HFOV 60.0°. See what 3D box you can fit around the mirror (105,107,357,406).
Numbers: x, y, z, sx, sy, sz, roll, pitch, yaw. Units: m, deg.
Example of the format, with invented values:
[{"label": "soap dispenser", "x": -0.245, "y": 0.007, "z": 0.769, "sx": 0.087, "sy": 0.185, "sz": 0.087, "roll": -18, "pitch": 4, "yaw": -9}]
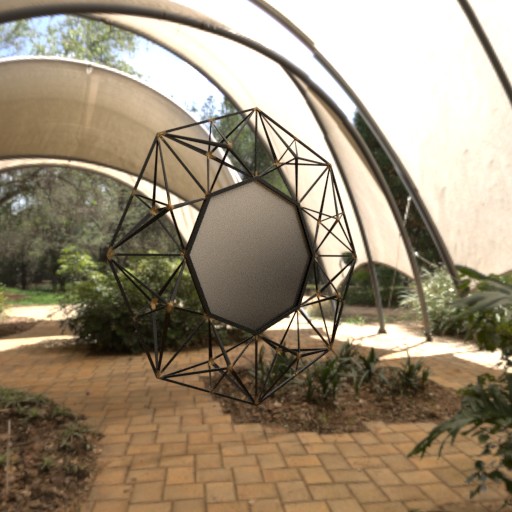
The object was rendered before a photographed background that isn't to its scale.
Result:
[{"label": "mirror", "x": 0.000, "y": 0.000, "z": 1.055, "sx": 0.710, "sy": 0.710, "sz": 0.094, "roll": 0, "pitch": -1, "yaw": -36}]
